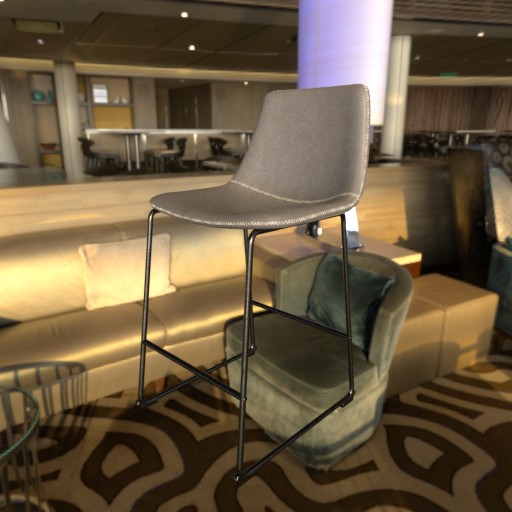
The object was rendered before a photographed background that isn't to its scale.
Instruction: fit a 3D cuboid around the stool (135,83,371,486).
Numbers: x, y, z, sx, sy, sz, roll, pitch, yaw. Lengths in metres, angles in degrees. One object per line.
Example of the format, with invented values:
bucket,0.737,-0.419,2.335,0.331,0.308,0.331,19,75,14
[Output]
stool,0.000,0.000,1.181,0.470,0.876,0.546,15,21,42
